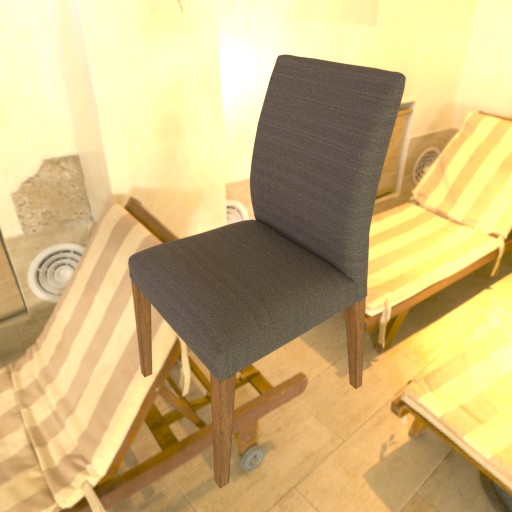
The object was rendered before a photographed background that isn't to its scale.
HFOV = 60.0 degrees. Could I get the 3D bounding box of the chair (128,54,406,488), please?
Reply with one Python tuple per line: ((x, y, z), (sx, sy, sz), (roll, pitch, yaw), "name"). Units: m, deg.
((0.000, 0.000, 1.209), (0.585, 0.940, 0.496), (-21, 37, -30), "chair")
